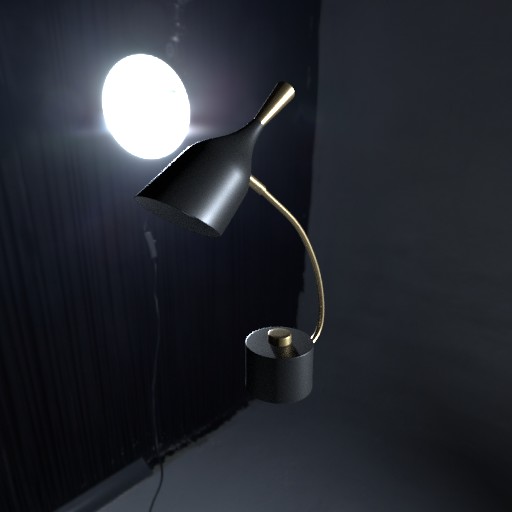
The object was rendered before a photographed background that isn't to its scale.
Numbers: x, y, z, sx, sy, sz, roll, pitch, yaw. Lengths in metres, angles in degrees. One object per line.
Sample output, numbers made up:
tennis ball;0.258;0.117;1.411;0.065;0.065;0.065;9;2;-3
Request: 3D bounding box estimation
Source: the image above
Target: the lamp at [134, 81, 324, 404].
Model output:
lamp;0.000;0.000;0.623;0.110;0.464;0.352;15;22;40
